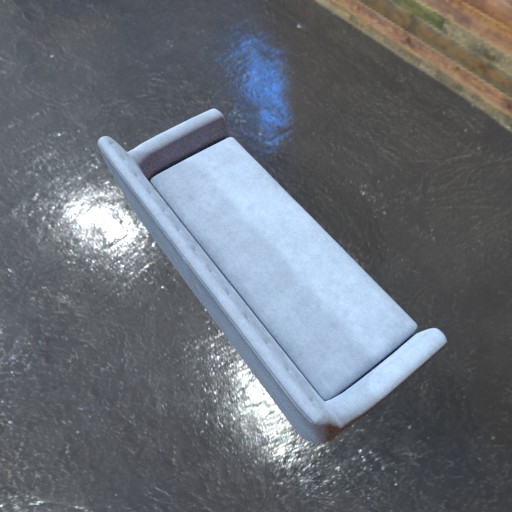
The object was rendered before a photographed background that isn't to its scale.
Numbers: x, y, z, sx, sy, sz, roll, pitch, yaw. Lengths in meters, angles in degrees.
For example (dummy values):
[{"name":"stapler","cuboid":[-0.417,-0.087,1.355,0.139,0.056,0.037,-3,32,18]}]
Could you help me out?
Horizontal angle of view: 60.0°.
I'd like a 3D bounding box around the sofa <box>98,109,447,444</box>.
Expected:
[{"name":"sofa","cuboid":[0.000,0.000,2.467,0.830,0.830,1.970,-32,64,-18]}]
